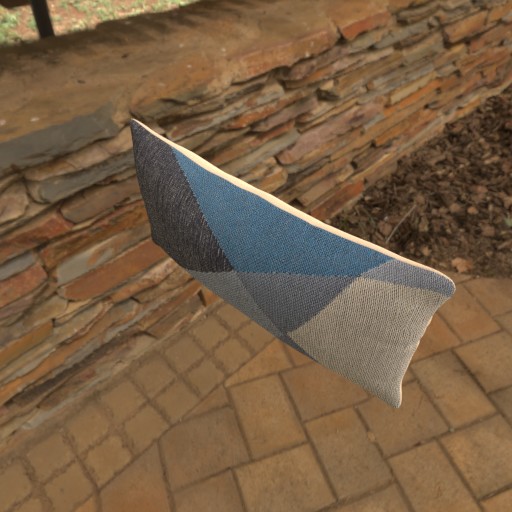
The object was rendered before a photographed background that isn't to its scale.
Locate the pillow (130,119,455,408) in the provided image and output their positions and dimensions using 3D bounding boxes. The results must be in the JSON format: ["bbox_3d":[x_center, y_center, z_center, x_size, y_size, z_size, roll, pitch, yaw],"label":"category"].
[{"bbox_3d":[0.000,0.000,0.746,0.604,0.307,0.148,32,53,27],"label":"pillow"}]
